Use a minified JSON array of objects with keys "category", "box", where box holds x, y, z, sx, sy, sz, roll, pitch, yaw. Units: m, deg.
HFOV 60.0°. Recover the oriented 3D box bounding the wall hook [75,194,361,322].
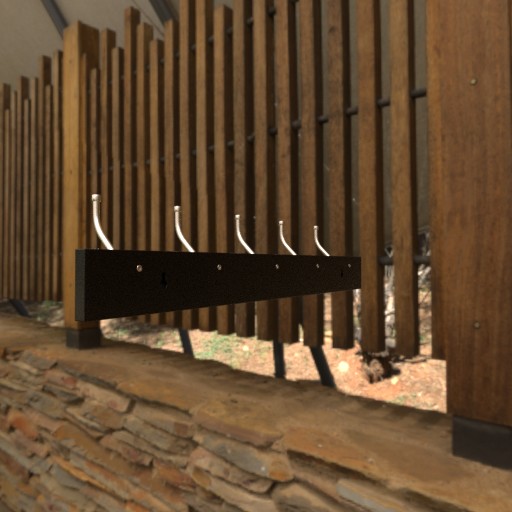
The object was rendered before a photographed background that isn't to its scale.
[{"category":"wall hook","box":[0.000,0.000,0.611,0.071,0.117,0.571,-1,-1,36]}]
